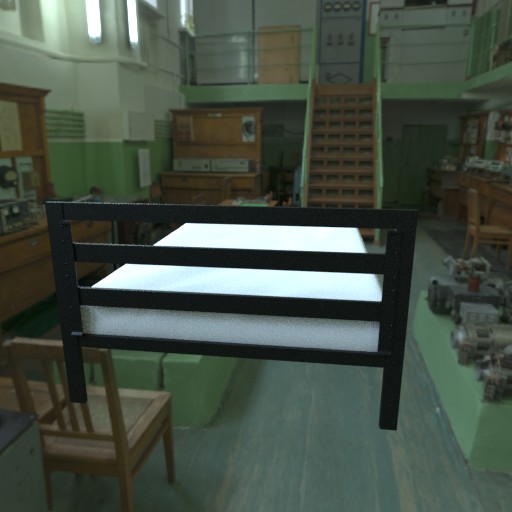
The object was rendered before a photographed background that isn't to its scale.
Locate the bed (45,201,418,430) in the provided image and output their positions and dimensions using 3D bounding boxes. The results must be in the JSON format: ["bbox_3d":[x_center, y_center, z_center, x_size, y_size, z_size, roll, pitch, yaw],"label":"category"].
[{"bbox_3d":[0.000,0.000,2.876,1.524,0.967,2.062,2,16,8],"label":"bed"}]
